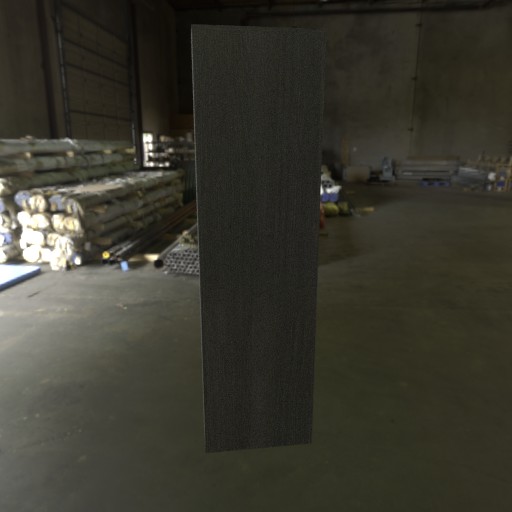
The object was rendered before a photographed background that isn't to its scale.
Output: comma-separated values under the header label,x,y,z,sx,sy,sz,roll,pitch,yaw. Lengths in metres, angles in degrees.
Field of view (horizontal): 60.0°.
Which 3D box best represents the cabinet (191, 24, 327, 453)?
label,x,y,z,sx,sy,sz,roll,pitch,yaw
cabinet,0.000,0.000,1.954,0.500,1.790,0.230,-2,14,-8
